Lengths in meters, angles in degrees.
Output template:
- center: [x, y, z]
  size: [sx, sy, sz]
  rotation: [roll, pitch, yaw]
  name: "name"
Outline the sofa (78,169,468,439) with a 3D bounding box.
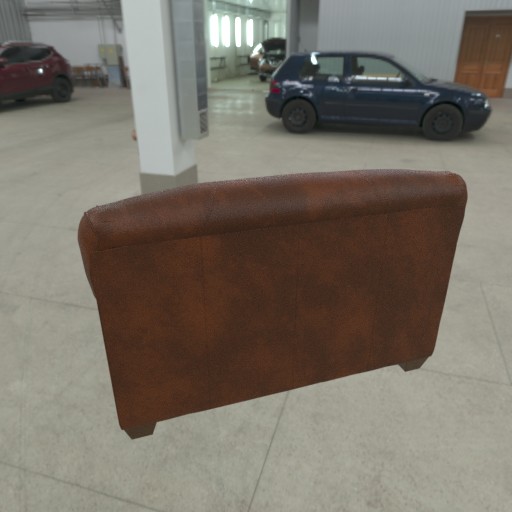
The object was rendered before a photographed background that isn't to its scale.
- center: [0.000, 0.000, 2.048]
  size: [1.413, 0.956, 1.000]
  rotation: [-8, 27, -17]
  name: "sofa"
